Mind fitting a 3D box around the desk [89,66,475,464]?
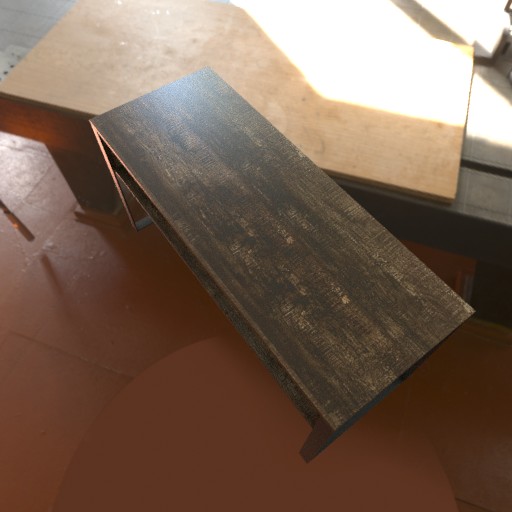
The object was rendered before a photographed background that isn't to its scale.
[{"bbox_3d":[0.000,0.000,1.946,0.599,0.762,1.524,-32,64,-18],"label":"desk"}]
